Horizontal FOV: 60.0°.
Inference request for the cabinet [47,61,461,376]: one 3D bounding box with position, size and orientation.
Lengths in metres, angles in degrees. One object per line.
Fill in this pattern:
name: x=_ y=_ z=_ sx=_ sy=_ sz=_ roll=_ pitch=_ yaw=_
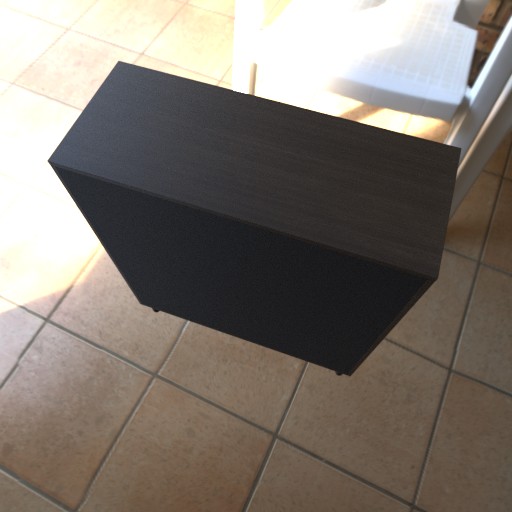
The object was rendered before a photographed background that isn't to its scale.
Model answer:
cabinet: x=0.000 y=0.000 z=1.681 sx=1.010 sy=1.170 sz=0.400 roll=17 pitch=64 yaw=9
